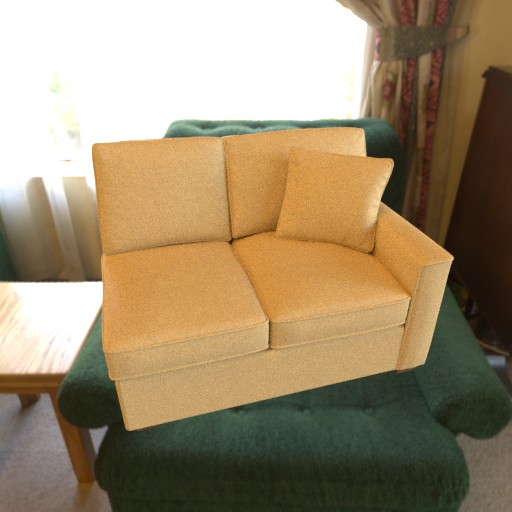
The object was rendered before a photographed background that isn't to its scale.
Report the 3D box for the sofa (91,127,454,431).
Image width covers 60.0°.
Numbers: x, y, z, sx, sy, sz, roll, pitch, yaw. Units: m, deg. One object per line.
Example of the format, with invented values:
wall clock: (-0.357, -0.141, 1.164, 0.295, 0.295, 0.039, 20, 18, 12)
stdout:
sofa: (0.000, 0.000, 2.068, 1.388, 0.989, 0.991, -8, 31, -14)
